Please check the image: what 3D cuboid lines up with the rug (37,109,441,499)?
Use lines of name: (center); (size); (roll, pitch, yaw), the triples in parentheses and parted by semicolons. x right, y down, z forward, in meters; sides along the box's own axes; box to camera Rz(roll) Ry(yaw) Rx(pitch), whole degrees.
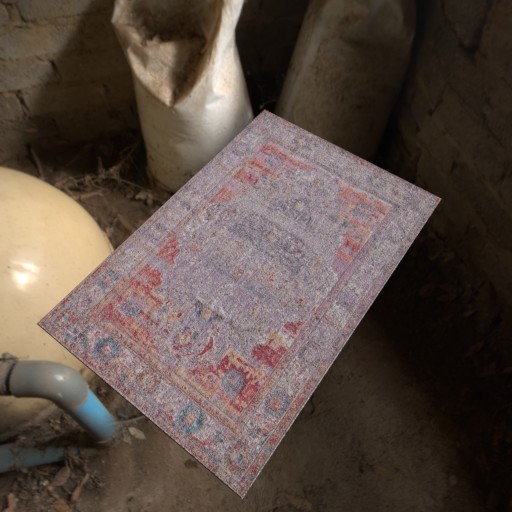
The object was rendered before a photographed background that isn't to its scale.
rug: (0.000, 0.000, 2.280); (1.219, 0.005, 1.829); (32, 64, 18)
